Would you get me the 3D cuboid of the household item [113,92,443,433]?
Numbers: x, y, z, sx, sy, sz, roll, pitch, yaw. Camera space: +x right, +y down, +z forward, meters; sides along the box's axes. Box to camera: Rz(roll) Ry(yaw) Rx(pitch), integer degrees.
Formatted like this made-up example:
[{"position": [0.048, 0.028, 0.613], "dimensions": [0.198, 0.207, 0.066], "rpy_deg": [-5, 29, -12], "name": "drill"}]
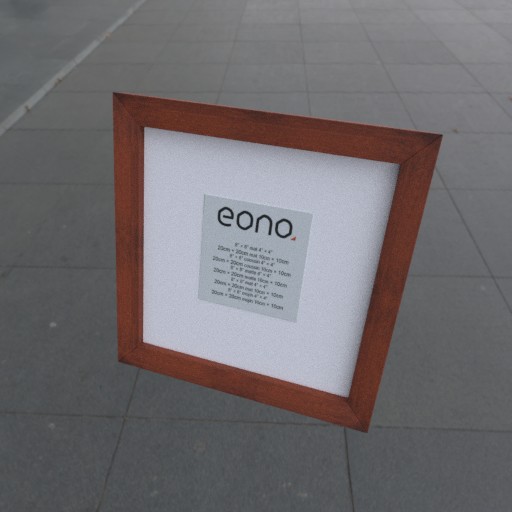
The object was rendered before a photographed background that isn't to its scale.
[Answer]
[{"position": [0.000, 0.000, 0.376], "dimensions": [0.240, 0.240, 0.131], "rpy_deg": [12, 42, 13], "name": "household item"}]
